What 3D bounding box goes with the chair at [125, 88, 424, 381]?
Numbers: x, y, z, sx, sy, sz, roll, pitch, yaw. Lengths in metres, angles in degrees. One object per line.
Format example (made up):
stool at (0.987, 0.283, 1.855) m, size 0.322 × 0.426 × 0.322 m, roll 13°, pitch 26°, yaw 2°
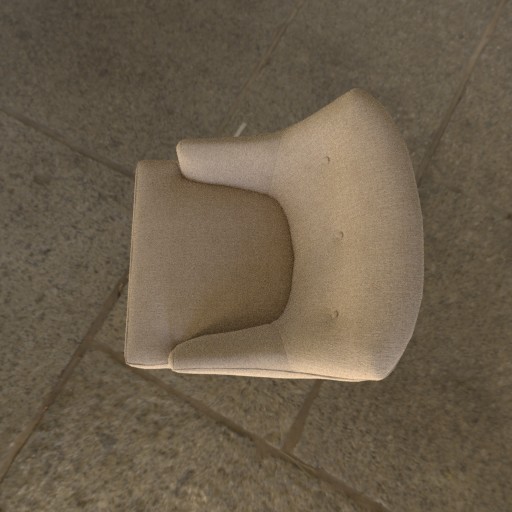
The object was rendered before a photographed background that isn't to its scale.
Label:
chair at (0.000, 0.000, 1.597) m, size 0.923 × 0.856 × 0.864 m, roll -1°, pitch 75°, yaw 0°
